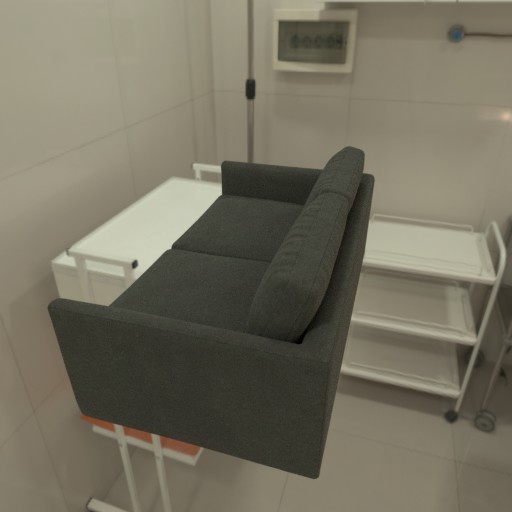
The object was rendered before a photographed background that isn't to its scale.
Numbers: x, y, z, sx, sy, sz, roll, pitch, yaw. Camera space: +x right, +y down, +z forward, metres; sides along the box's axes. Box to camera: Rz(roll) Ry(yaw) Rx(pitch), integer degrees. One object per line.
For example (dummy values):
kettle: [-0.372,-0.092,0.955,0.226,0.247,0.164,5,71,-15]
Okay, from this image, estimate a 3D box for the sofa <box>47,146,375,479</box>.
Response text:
sofa: [0.000,0.000,2.431,1.091,0.845,1.909,9,31,15]
